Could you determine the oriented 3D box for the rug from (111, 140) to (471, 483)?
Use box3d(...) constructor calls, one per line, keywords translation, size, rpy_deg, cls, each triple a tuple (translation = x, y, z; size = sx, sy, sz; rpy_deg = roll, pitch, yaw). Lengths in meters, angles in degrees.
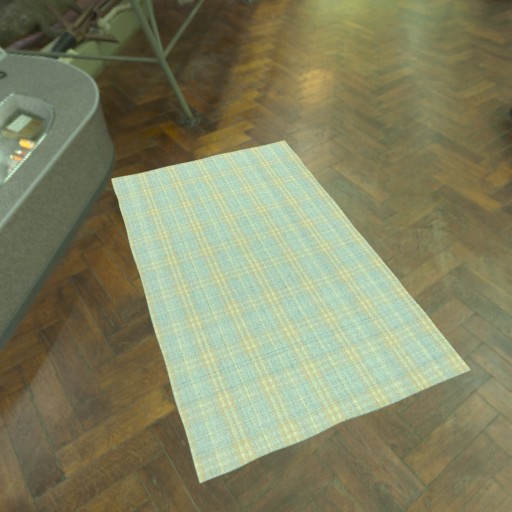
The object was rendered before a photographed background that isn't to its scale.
box3d(translation=(0.000, 0.000, 2.995), size=(1.545, 0.016, 2.460), rpy_deg=(-16, 49, -15), cls="rug")
